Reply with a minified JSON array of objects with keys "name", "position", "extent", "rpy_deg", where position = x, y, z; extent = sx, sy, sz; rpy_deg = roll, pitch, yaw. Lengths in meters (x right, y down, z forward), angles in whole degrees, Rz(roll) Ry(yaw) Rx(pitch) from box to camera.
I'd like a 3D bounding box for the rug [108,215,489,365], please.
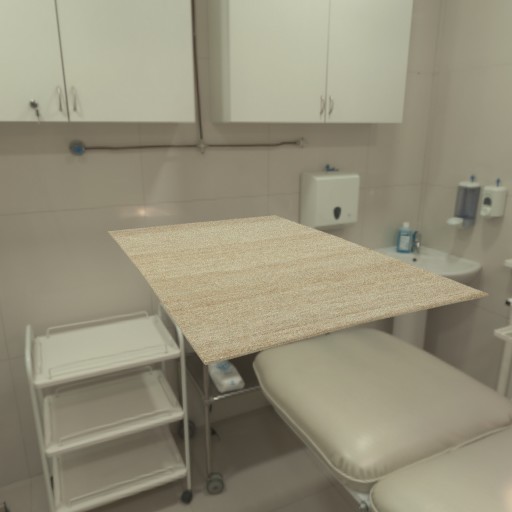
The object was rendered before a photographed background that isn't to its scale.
[{"name":"rug","position":[0.000,0.000,2.975],"extent":[1.574,0.029,2.346],"rpy_deg":[-8,18,-25]}]
